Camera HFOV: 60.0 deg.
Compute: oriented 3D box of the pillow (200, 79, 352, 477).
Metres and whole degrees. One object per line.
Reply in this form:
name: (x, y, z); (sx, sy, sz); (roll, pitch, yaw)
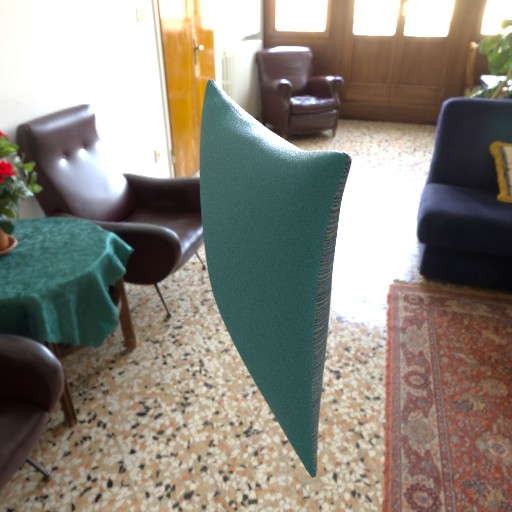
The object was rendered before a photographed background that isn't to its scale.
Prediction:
pillow: (0.000, 0.000, 0.748); (0.150, 0.497, 0.514); (-10, 32, -17)
